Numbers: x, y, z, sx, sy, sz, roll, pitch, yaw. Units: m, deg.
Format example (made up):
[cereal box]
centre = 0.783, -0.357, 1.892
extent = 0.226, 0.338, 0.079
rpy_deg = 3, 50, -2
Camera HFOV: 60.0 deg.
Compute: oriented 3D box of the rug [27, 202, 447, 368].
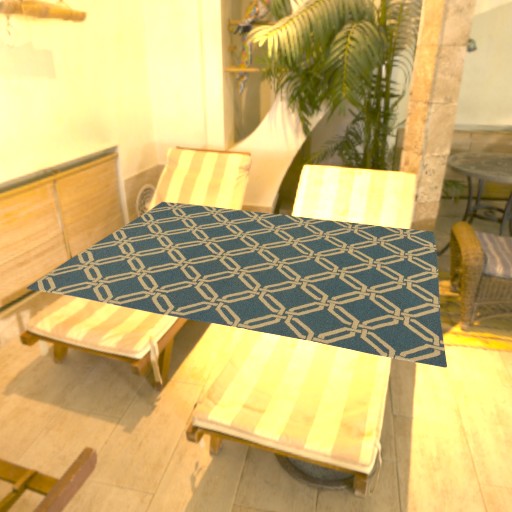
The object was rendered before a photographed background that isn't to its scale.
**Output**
[rug]
centre = 0.000, 0.000, 2.741
extent = 2.135, 0.013, 1.524
rpy_deg = 8, 27, 16
